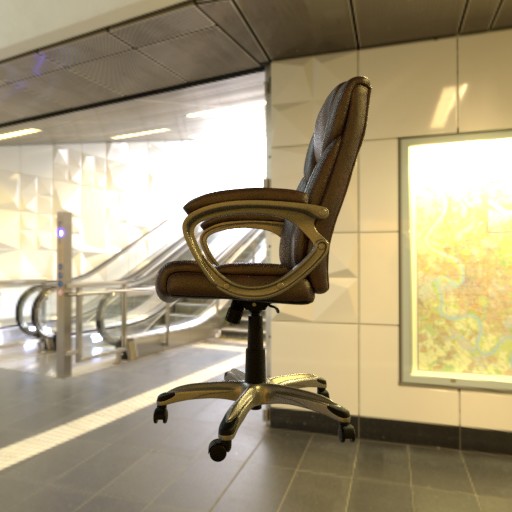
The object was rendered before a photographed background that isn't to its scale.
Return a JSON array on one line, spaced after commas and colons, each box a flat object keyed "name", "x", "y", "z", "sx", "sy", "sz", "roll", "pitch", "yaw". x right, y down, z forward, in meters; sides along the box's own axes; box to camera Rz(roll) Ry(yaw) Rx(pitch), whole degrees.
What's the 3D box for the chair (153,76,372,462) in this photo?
[{"name": "chair", "x": 0.000, "y": 0.000, "z": 1.539, "sx": 0.692, "sy": 1.128, "sz": 0.656, "roll": 0, "pitch": -1, "yaw": -3}]
